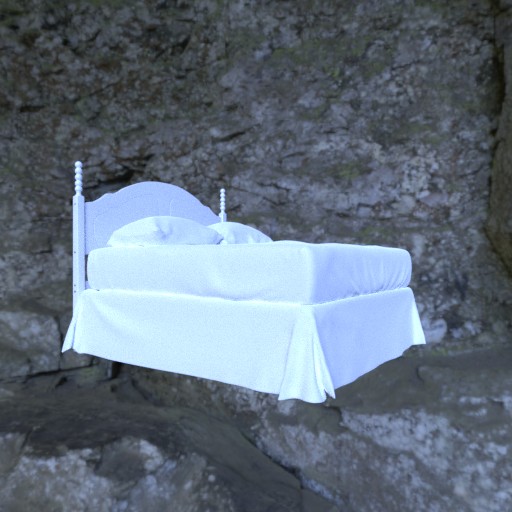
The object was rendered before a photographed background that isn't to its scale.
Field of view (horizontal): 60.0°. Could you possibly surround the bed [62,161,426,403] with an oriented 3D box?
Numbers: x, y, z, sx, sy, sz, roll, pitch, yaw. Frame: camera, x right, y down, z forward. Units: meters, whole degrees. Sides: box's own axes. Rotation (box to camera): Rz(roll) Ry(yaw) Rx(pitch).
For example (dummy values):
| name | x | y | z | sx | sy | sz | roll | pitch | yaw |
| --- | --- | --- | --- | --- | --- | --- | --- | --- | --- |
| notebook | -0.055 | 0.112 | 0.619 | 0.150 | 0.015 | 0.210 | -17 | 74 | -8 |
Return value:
| name | x | y | z | sx | sy | sz | roll | pitch | yaw |
| --- | --- | --- | --- | --- | --- | --- | --- | --- | --- |
| bed | 0.000 | 0.000 | 3.250 | 2.040 | 1.356 | 1.873 | 0 | 0 | 36 |
